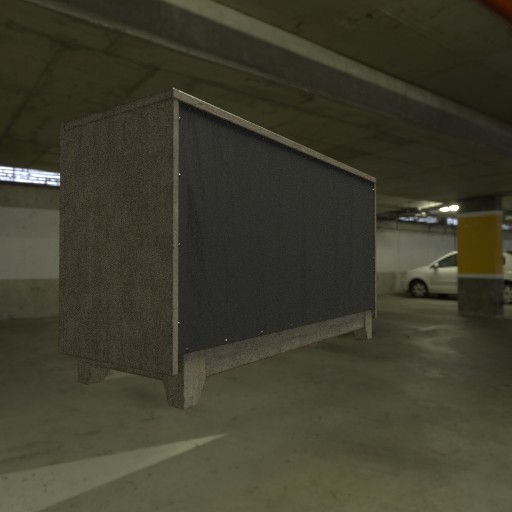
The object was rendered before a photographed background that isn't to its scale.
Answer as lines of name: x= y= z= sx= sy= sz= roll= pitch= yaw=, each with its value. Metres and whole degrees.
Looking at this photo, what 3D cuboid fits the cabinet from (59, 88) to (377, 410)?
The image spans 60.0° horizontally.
cabinet: x=0.000 y=0.000 z=1.857 sx=0.511 sy=0.825 sz=1.460 roll=-1 pitch=-1 yaw=35
